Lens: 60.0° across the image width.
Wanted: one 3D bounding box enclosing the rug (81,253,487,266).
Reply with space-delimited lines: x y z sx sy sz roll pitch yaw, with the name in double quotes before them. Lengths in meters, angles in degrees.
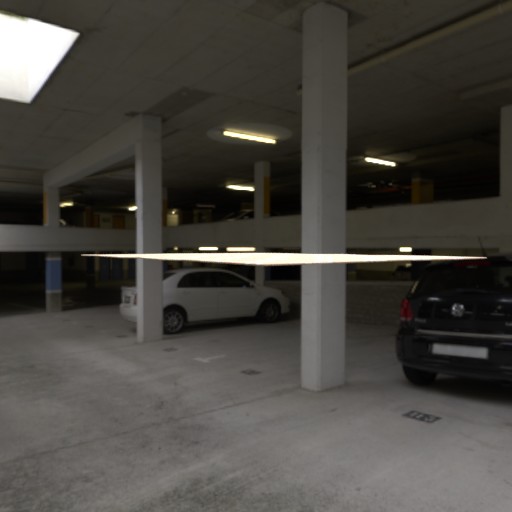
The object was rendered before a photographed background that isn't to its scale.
"rug" 0.000 0.000 4.382 2.452 0.020 3.365 -1 2 -37
